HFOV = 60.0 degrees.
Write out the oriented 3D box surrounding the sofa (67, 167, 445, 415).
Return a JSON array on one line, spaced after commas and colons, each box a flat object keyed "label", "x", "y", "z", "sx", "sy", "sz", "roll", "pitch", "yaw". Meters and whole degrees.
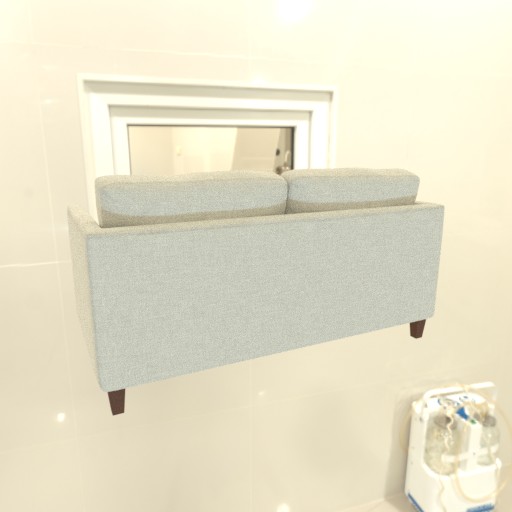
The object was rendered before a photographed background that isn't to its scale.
[{"label": "sofa", "x": 0.000, "y": 0.000, "z": 2.447, "sx": 1.838, "sy": 0.963, "sz": 0.950, "roll": -7, "pitch": 15, "yaw": -26}]
